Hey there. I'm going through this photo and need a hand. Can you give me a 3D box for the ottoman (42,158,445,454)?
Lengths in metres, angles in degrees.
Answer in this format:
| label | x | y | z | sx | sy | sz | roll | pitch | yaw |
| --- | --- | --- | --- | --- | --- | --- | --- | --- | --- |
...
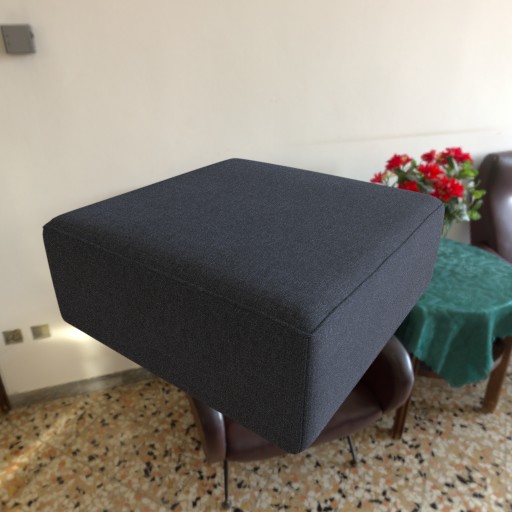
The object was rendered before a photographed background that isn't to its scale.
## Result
| label | x | y | z | sx | sy | sz | roll | pitch | yaw |
| --- | --- | --- | --- | --- | --- | --- | --- | --- | --- |
| ottoman | 0.000 | 0.000 | 1.558 | 1.000 | 0.439 | 1.000 | 18 | 32 | 32 |
